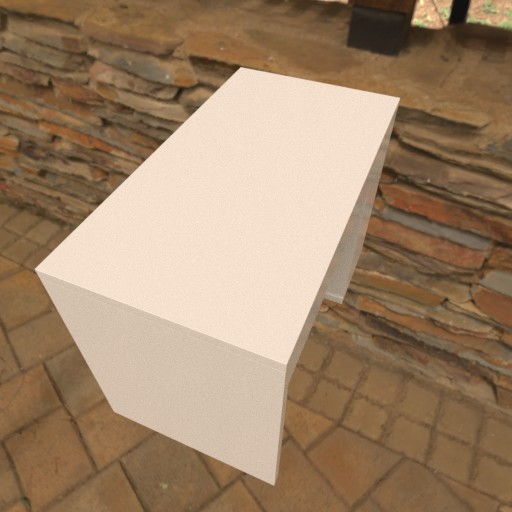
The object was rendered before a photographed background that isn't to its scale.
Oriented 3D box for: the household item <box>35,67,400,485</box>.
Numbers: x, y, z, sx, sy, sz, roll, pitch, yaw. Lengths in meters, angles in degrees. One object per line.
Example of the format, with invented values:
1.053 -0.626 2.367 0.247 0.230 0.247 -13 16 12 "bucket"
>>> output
0.000 0.000 1.520 0.597 0.749 1.100 18 50 16 "household item"
